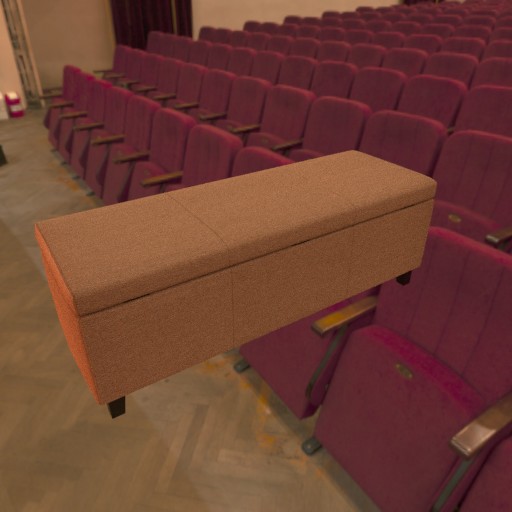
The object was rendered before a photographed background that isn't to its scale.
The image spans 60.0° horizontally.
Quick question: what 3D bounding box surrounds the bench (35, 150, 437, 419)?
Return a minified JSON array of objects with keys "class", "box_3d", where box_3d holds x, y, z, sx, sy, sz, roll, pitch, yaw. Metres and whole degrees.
[{"class":"bench","box_3d":[0.000,0.000,1.509,1.269,0.438,0.446,-19,35,-28]}]
